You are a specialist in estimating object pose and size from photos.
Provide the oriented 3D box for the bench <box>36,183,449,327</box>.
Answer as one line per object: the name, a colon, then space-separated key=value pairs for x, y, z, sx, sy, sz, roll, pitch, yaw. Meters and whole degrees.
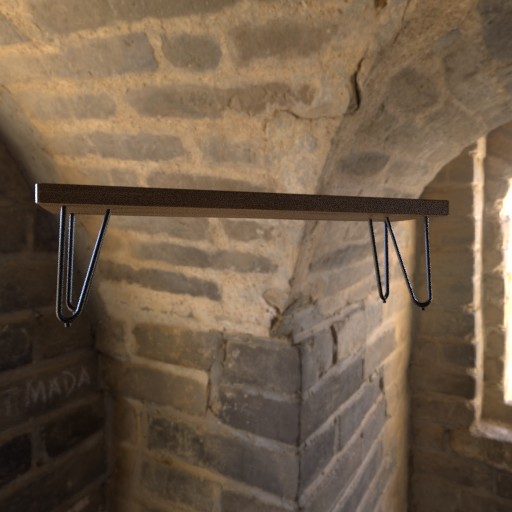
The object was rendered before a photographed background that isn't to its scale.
bench: x=0.000 y=0.000 z=1.808 sx=1.570 sy=0.462 sz=0.425 roll=0 pitch=0 yaw=-17
